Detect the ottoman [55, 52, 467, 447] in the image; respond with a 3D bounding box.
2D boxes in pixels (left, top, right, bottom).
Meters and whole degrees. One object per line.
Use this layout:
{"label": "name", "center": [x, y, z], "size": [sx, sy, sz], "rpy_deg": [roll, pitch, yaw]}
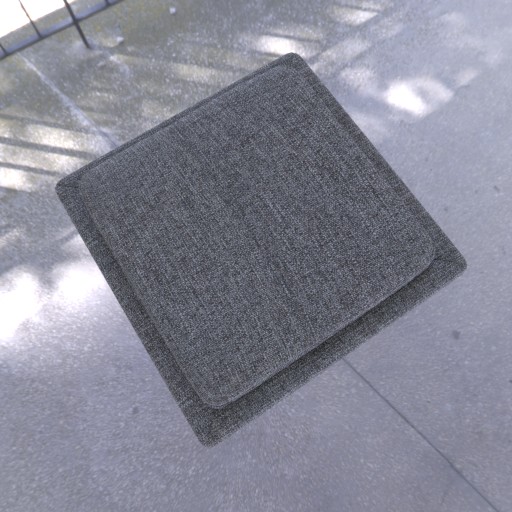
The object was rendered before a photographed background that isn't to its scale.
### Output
{"label": "ottoman", "center": [0.000, 0.000, 0.813], "size": [0.450, 0.460, 0.450], "rpy_deg": [-32, 77, -9]}
